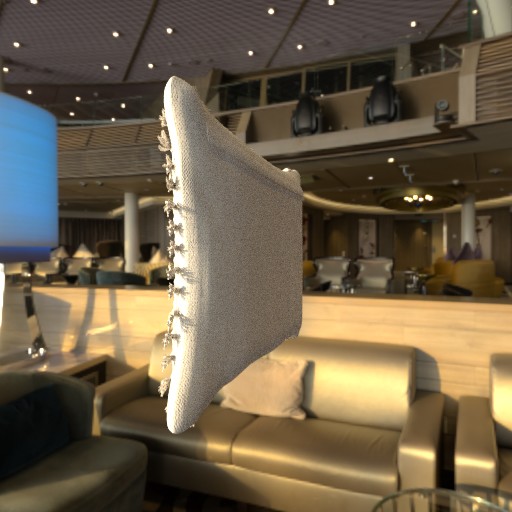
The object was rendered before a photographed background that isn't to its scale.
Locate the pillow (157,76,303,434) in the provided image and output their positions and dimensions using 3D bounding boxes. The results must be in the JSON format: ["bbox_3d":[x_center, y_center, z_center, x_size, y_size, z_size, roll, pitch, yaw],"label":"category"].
[{"bbox_3d":[0.000,0.000,0.581,0.084,0.305,0.466,0,1,18],"label":"pillow"}]
